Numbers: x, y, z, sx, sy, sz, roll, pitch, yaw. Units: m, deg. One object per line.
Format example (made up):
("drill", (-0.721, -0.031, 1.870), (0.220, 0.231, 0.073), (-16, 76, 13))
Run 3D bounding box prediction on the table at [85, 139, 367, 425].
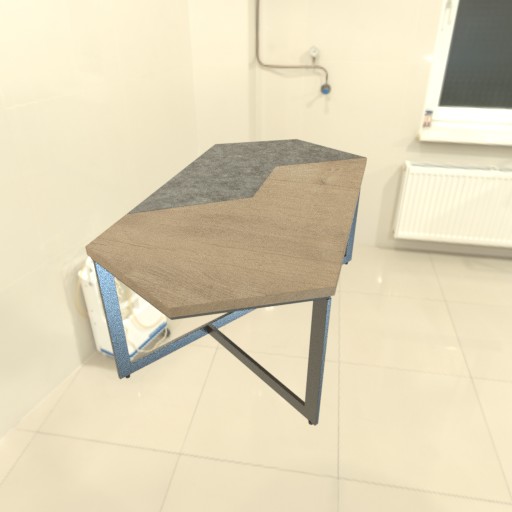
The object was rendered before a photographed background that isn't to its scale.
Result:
("table", (0.000, 0.000, 1.488), (0.609, 0.457, 1.219), (9, 32, 14))
